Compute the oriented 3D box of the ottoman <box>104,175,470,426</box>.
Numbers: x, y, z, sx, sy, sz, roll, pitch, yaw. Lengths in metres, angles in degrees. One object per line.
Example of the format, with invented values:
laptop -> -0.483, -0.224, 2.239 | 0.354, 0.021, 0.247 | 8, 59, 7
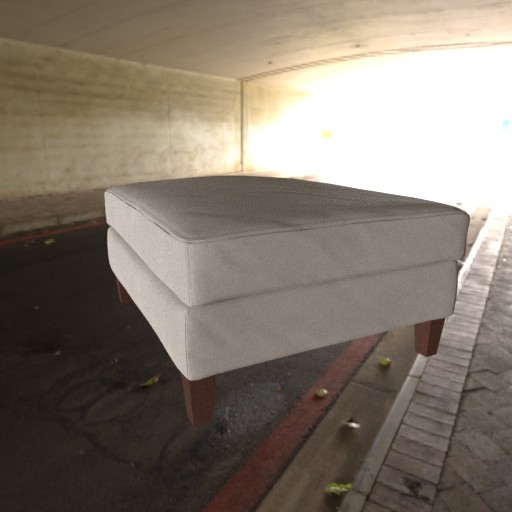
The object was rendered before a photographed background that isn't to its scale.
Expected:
ottoman -> 0.000, 0.000, 1.490 | 0.836, 0.492, 1.002 | -8, 17, -26
